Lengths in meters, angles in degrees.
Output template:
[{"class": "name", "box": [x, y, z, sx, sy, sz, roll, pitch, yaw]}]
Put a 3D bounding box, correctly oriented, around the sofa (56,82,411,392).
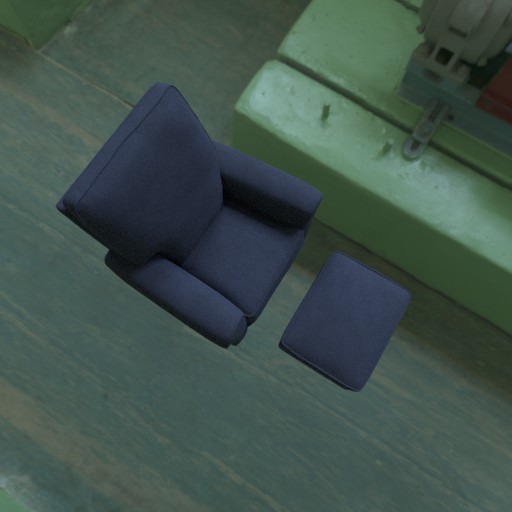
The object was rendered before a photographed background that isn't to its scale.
[{"class": "sofa", "box": [0.000, 0.000, 2.073, 1.478, 0.959, 0.880, 31, 76, 8]}]
